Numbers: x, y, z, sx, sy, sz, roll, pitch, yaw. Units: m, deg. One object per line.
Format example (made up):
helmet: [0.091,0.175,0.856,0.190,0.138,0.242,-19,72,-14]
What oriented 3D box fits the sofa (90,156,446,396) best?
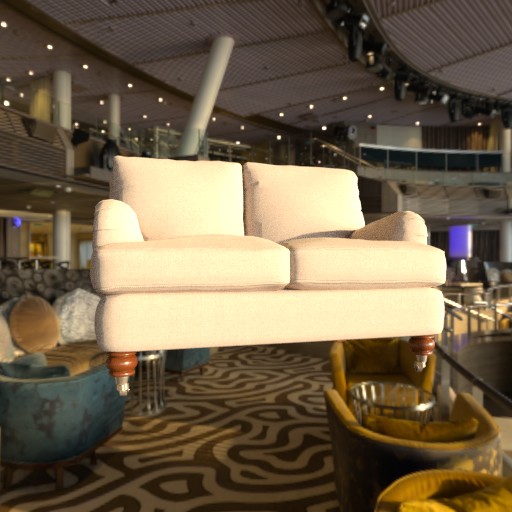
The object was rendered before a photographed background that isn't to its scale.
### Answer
sofa: [0.000,0.000,2.219,1.508,1.048,1.087,0,0,-16]
